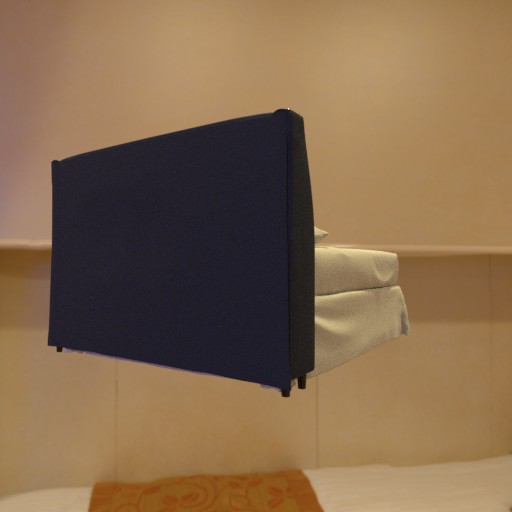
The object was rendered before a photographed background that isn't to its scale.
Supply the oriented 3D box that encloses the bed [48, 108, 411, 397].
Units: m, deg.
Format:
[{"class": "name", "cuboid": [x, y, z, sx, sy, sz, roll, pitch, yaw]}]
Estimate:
[{"class": "bed", "cuboid": [0.000, 0.000, 3.438, 1.925, 1.332, 2.276, -1, -1, 34]}]
